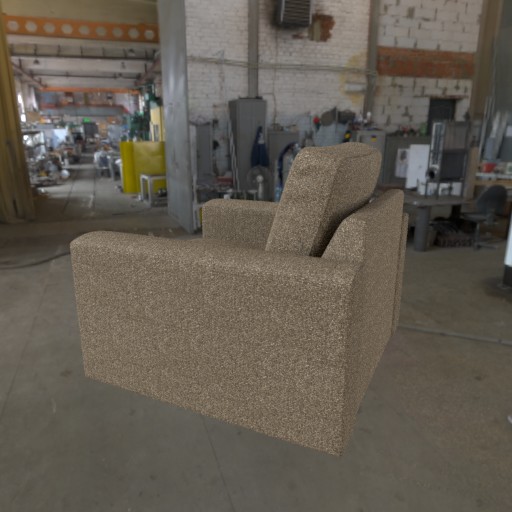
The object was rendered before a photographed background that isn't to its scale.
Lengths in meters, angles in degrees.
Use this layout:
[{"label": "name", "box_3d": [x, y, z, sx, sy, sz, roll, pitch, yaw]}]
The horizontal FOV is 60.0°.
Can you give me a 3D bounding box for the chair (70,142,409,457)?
[{"label": "chair", "box_3d": [0.000, 0.000, 1.766, 1.016, 0.873, 1.005, 8, 18, 25]}]
